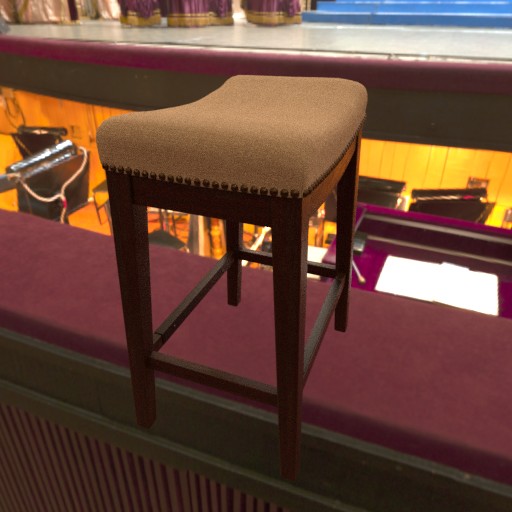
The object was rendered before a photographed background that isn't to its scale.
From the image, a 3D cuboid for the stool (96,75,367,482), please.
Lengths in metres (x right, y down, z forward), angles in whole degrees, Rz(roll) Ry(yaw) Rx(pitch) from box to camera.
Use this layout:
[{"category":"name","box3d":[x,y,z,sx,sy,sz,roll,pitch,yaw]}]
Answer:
[{"category":"stool","box3d":[0.000,0.000,0.953,0.363,0.669,0.509,11,32,18]}]
